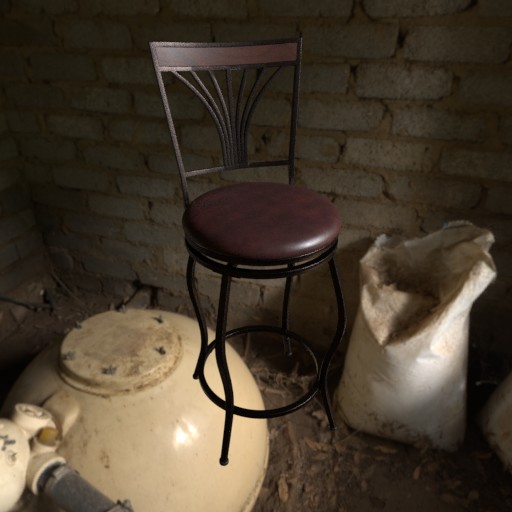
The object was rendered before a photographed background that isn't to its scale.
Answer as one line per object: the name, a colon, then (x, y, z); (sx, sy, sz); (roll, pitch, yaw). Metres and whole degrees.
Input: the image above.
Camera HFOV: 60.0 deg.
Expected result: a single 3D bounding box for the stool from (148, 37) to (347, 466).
stool: (0.000, 0.000, 1.301); (0.433, 1.117, 0.514); (-10, 32, -17)
